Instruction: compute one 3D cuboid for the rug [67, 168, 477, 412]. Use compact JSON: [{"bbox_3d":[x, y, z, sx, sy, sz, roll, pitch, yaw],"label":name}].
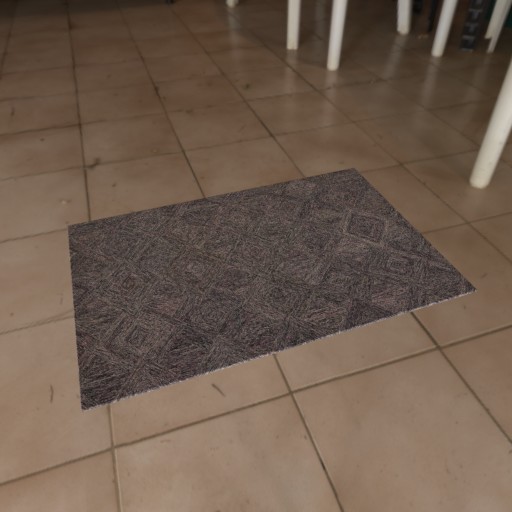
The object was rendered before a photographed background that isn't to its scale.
[{"bbox_3d":[0.000,0.000,2.907,2.298,0.017,1.501,-14,44,-15],"label":"rug"}]
